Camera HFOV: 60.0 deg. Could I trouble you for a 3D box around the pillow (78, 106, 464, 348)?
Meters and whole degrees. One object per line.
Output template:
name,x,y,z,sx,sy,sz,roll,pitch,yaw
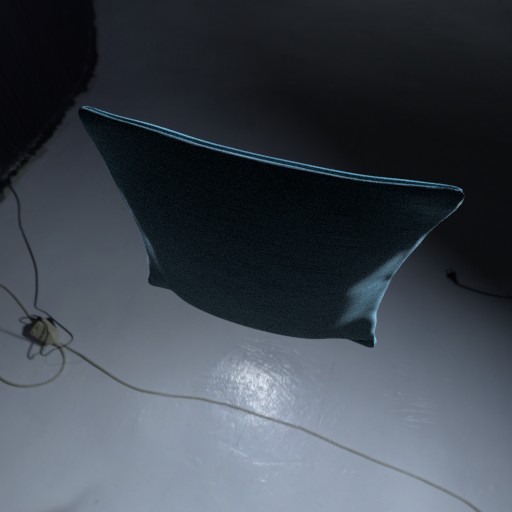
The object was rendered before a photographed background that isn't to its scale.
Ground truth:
pillow,0.000,0.000,0.639,0.433,0.415,0.151,15,59,9
